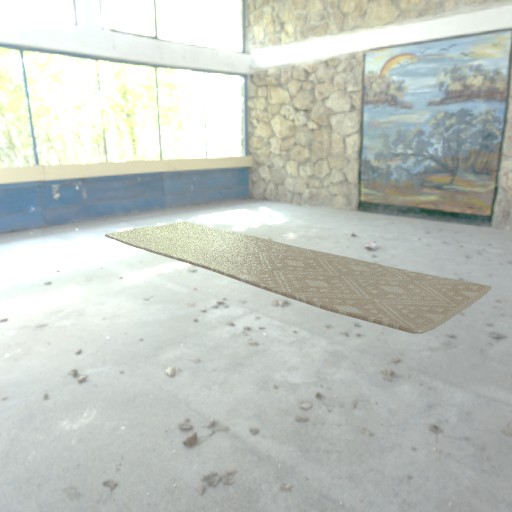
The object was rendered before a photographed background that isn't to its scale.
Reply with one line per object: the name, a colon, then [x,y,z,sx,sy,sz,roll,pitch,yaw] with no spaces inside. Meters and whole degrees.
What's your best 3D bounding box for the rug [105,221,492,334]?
rug: [0.000,0.000,2.707,0.752,0.051,2.452,-14,21,-43]
